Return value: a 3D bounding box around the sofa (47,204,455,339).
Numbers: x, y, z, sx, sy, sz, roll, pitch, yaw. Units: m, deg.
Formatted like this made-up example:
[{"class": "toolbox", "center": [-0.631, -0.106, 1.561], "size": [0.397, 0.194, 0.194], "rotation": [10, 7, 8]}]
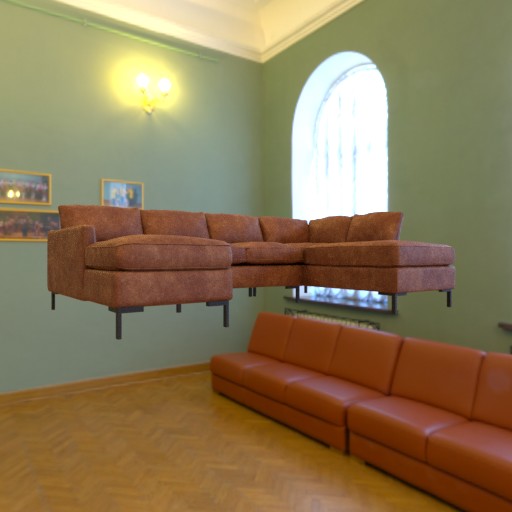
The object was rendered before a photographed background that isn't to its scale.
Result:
[{"class": "sofa", "center": [0.000, 0.000, 3.795], "size": [2.956, 0.900, 1.939], "rotation": [0, 0, -36]}]
